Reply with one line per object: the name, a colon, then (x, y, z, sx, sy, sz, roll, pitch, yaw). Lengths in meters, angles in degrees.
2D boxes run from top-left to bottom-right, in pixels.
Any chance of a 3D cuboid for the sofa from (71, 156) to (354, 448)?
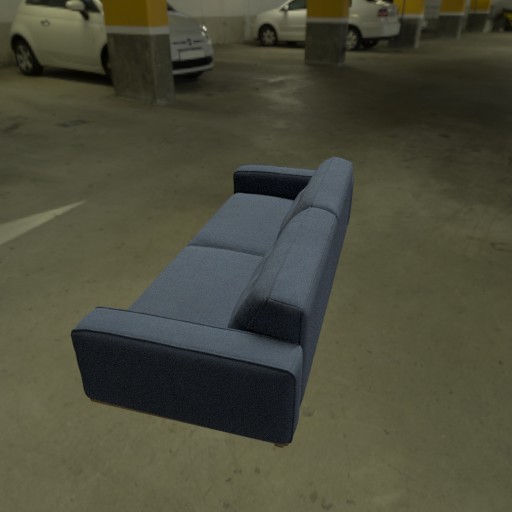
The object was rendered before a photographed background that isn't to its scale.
sofa: (0.000, 0.000, 2.705, 0.953, 0.782, 2.270, 8, 30, 14)
